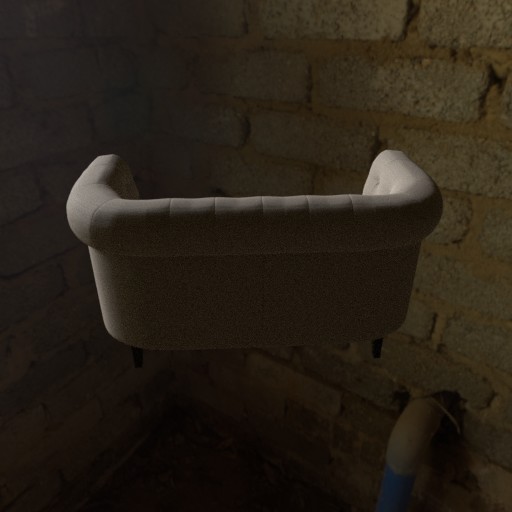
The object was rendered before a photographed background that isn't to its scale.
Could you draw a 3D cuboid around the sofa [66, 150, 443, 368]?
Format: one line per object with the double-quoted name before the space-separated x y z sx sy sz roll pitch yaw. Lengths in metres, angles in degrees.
"sofa" 0.000 0.000 2.063 1.558 0.827 0.835 -2 29 -3
